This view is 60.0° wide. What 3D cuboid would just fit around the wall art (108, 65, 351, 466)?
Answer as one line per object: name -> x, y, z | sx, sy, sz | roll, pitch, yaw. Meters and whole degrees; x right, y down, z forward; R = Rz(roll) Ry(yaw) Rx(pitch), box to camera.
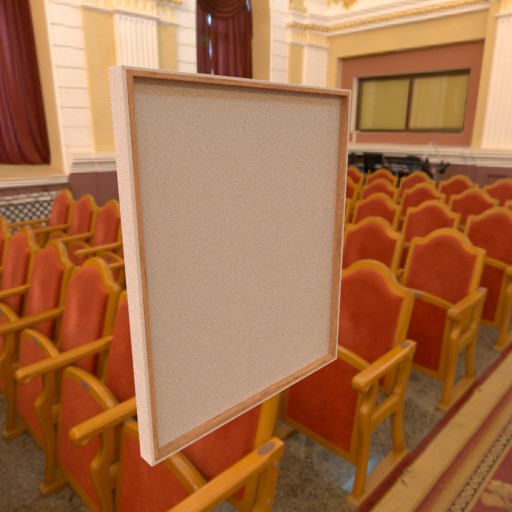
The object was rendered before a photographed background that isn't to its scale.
wall art -> 0.000, 0.000, 0.822 | 0.508, 0.606, 0.037 | -15, 22, -42
